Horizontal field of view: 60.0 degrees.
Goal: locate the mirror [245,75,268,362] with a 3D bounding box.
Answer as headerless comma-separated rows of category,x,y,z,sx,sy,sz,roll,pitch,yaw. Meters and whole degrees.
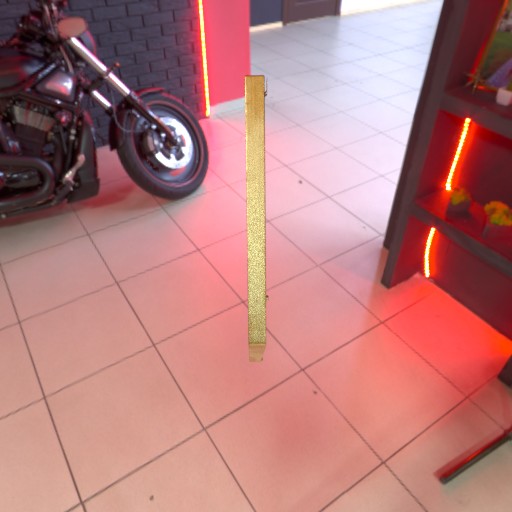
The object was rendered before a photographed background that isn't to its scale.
mirror,0.000,0.000,0.850,0.032,0.679,0.419,-1,41,-1
